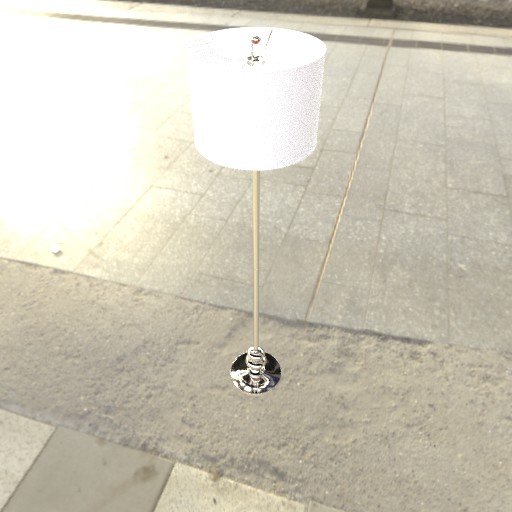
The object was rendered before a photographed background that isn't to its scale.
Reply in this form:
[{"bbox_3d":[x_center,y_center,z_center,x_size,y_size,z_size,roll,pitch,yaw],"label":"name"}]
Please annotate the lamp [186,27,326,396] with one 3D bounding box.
[{"bbox_3d":[0.000,0.000,1.610,0.356,1.487,0.356,10,42,11],"label":"lamp"}]
